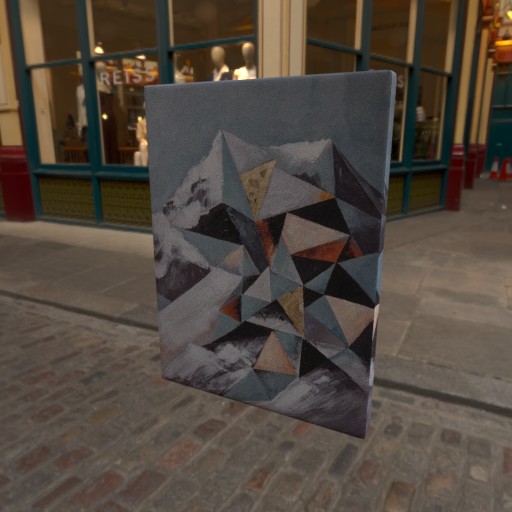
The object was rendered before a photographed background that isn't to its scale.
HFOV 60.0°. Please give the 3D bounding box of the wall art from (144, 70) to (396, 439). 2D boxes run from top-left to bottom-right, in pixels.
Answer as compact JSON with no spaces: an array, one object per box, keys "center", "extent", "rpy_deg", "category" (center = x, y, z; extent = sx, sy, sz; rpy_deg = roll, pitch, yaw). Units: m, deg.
[{"center":[0.000,0.000,0.825],"extent":[0.455,0.613,0.037],"rpy_deg":[8,17,26],"category":"wall art"}]
